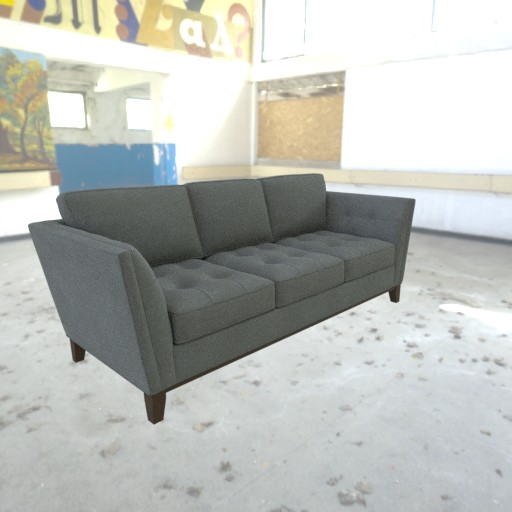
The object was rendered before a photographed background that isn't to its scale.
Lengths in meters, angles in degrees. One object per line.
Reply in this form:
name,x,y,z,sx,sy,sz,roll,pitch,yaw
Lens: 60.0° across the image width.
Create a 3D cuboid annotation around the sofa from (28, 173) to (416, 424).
sofa,0.000,0.000,2.849,2.387,0.940,0.965,-14,20,-43
